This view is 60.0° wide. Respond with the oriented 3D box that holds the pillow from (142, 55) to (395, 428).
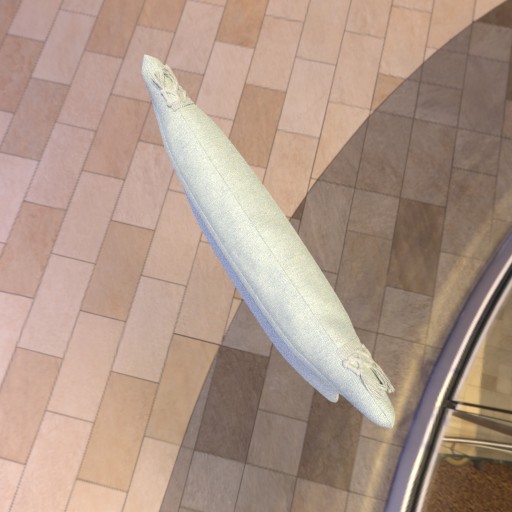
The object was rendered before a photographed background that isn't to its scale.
[{"bbox_3d":[0.000,0.000,0.589,0.084,0.305,0.466,-32,78,-8],"label":"pillow"}]
